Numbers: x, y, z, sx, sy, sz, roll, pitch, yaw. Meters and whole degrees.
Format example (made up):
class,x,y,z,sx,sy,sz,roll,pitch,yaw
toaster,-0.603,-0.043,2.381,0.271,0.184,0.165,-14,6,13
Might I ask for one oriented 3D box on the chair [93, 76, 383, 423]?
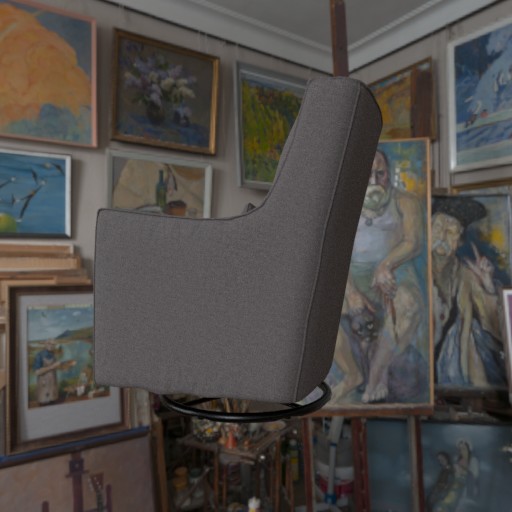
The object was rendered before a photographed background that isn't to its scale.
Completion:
class,x,y,z,sx,sy,sz,roll,pitch,yaw
chair,0.000,0.000,1.595,0.879,0.993,0.732,0,-1,18
